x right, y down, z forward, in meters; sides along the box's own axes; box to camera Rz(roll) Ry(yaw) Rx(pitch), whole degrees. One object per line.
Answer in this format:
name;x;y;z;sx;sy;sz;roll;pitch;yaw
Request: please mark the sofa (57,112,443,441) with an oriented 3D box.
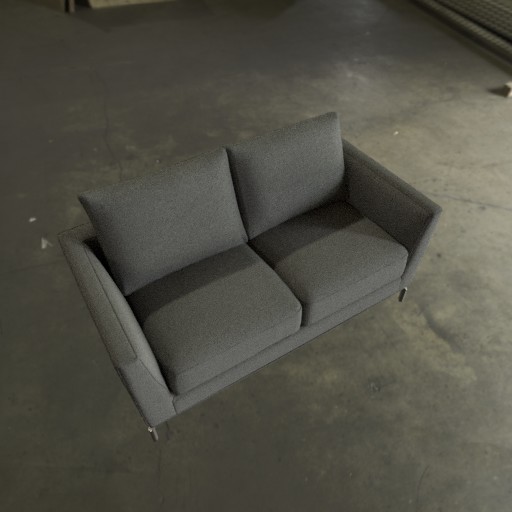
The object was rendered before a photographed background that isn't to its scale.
sofa;0.000;0.000;2.170;1.594;0.924;0.803;-24;50;-22
